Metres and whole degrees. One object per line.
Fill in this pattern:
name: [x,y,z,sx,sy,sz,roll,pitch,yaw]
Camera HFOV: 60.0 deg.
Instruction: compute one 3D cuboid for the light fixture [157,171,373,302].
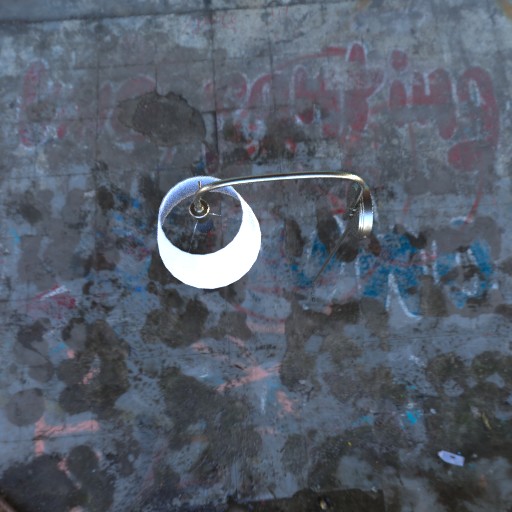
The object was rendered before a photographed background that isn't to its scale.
light fixture: [0.000,0.000,0.474,0.176,0.399,0.092,-5,76,-1]
